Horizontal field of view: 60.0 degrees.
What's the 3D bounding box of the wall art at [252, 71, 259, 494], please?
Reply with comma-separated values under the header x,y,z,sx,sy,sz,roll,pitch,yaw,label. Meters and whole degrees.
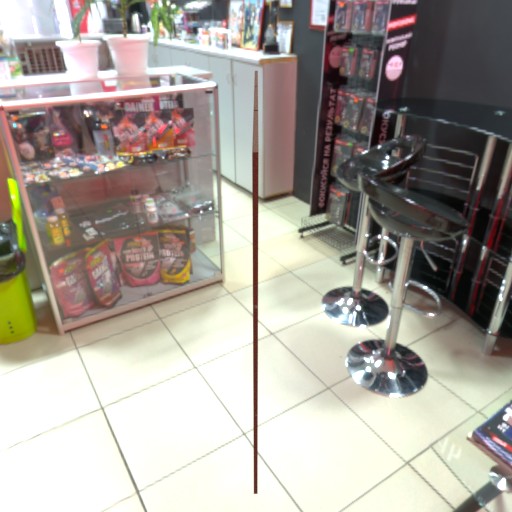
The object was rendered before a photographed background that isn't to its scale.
x,y,z,sx,sy,sz,roll,pitch,yaw,label
0.000,0.000,2.212,0.017,1.521,1.527,0,30,0,wall art
